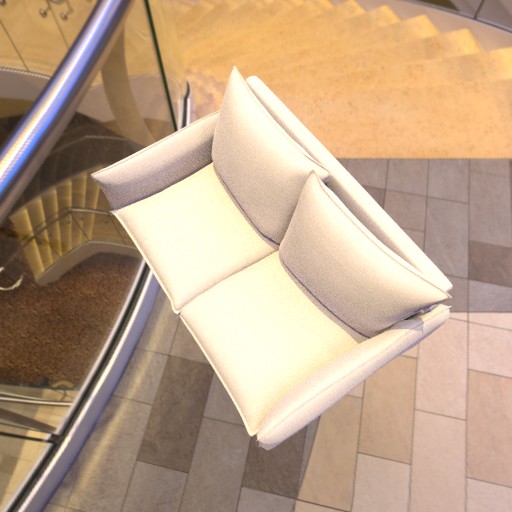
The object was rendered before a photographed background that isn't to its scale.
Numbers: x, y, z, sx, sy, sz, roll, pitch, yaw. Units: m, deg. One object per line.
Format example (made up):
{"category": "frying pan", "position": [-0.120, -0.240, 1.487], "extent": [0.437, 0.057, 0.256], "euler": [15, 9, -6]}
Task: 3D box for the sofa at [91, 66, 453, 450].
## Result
{"category": "sofa", "position": [0.000, 0.000, 1.842], "extent": [0.820, 0.840, 1.300], "euler": [-31, 68, -14]}
